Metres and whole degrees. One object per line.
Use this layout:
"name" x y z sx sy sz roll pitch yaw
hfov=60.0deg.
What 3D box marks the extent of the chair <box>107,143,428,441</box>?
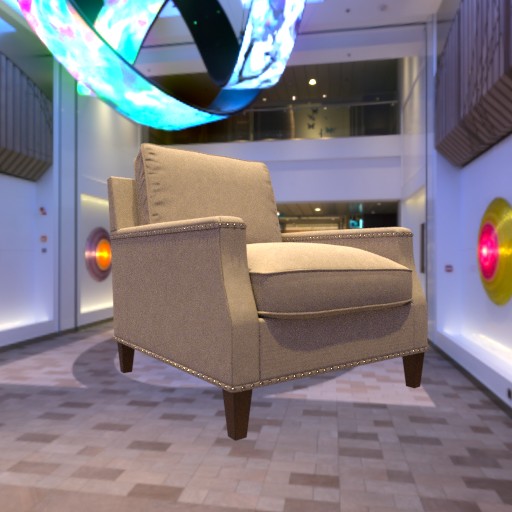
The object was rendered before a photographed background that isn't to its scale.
"chair" 0.000 0.000 1.732 0.853 0.943 1.014 0 0 -36
